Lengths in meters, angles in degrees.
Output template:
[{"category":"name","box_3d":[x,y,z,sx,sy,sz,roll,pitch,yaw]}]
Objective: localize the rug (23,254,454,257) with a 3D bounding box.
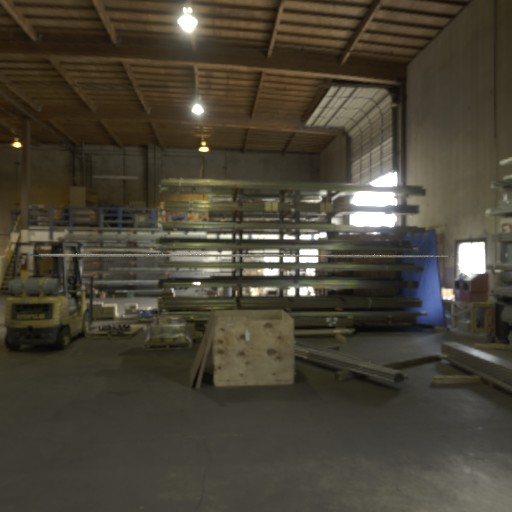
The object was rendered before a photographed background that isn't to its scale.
[{"category":"rug","box_3d":[0.000,0.000,2.605,2.372,0.008,0.620,0,-1,-18]}]
